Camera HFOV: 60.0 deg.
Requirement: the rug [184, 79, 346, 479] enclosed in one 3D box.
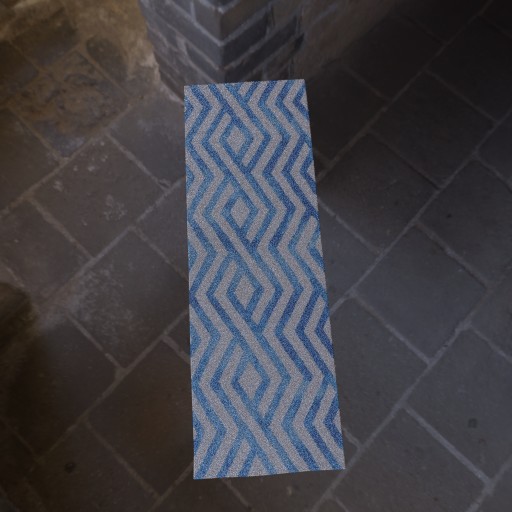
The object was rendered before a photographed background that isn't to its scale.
[{"bbox_3d":[0.000,0.000,1.650,0.503,0.007,1.492,-3,75,-1],"label":"rug"}]
